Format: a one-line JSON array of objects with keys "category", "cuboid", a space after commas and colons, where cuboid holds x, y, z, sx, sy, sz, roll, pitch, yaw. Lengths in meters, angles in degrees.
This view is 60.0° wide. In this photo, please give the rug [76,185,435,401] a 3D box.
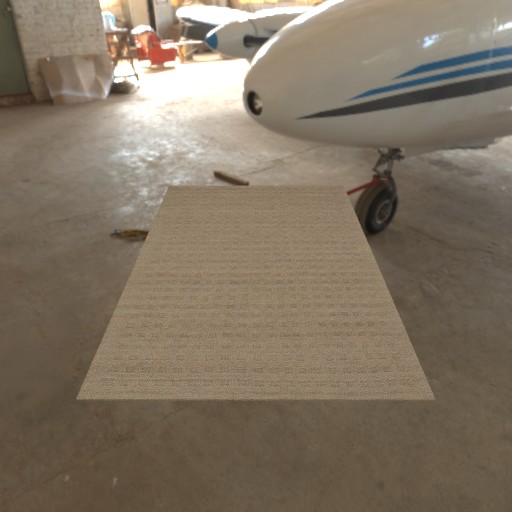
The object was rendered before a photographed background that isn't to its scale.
[{"category": "rug", "cuboid": [0.000, 0.000, 2.155, 1.142, 0.006, 1.752, 0, 32, 0]}]
